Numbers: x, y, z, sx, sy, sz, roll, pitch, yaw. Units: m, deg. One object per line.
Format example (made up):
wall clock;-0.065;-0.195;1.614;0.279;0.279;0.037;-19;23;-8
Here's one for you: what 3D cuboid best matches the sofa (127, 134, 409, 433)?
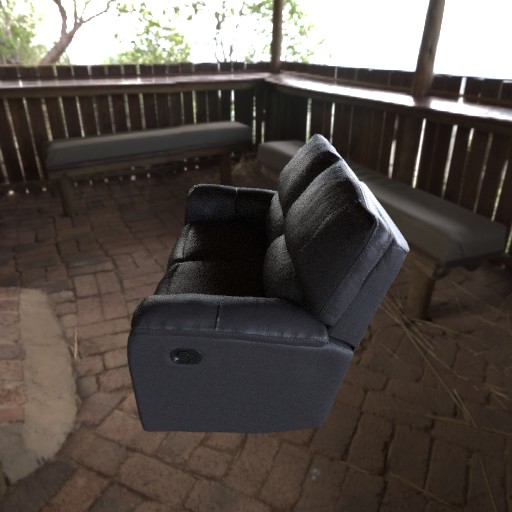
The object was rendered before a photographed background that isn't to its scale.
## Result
sofa;0.000;0.000;2.476;1.104;1.111;1.765;0;26;0
